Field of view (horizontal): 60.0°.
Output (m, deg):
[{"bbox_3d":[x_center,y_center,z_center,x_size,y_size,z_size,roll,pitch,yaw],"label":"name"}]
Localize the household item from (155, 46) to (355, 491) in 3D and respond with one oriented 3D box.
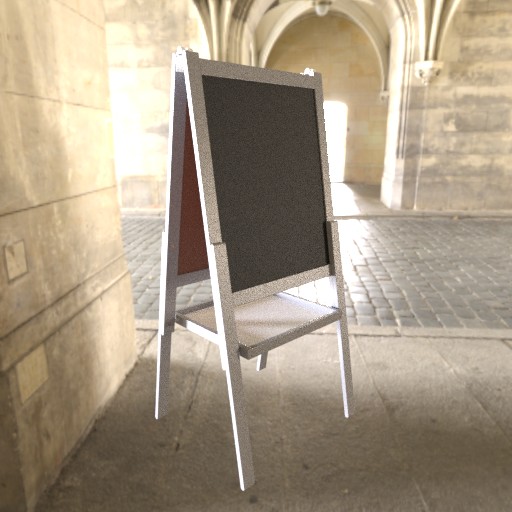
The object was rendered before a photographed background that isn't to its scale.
[{"bbox_3d":[0.000,0.000,1.427,0.531,1.172,0.469,-13,19,-42],"label":"household item"}]
